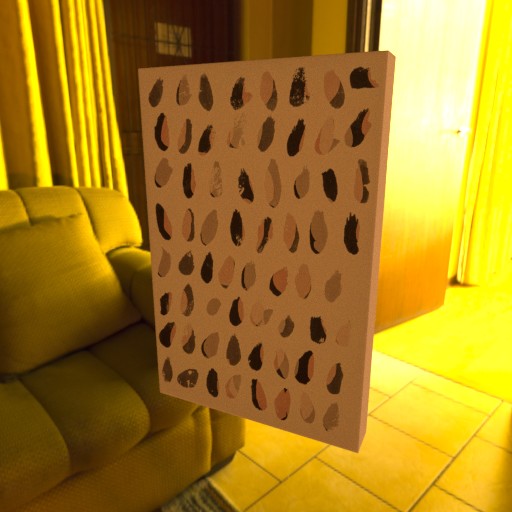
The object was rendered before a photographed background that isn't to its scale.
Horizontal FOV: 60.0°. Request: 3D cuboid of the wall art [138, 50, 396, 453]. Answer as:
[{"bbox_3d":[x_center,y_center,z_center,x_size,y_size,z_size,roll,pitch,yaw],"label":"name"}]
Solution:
[{"bbox_3d":[0.000,0.000,0.474,0.252,0.381,0.039,8,18,25],"label":"wall art"}]
